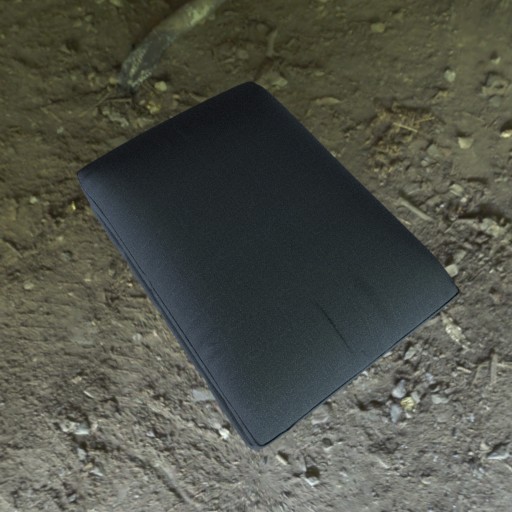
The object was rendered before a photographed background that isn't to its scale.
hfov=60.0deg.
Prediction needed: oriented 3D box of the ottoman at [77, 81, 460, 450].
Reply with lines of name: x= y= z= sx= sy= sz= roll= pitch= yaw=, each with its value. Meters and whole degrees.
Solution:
ottoman: x=0.000 y=0.000 z=1.135 sx=0.558 sy=0.486 sz=0.767 roll=-33 pitch=68 yaw=-15
